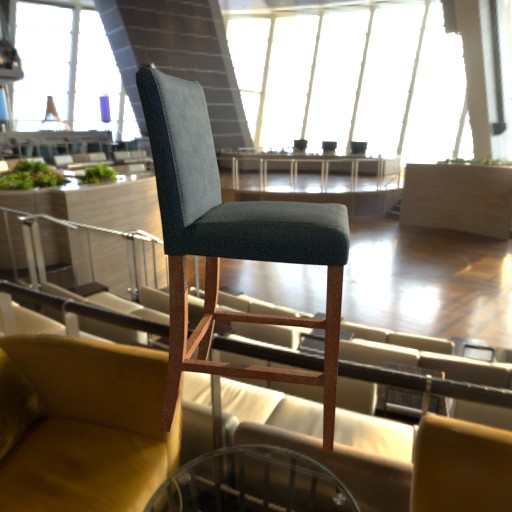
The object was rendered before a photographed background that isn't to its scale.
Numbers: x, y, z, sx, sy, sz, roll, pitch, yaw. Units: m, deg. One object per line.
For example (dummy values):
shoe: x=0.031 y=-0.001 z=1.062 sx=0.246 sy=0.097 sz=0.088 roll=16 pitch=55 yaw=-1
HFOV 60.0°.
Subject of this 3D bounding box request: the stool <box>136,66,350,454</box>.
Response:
stool: x=0.000 y=0.000 z=1.420 sx=0.574 sy=1.088 sz=0.454 roll=3 pitch=17 yaw=9
